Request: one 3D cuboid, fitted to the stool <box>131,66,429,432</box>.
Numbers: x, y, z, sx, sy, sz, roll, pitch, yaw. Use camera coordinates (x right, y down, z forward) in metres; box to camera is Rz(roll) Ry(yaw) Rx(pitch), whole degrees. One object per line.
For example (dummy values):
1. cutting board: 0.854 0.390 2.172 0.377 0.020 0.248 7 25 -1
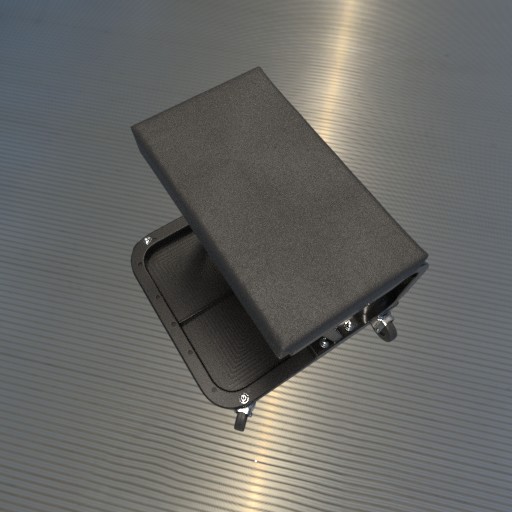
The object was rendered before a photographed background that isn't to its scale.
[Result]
1. stool: 0.000 0.000 0.726 0.371 0.380 0.446 -31 69 -13
